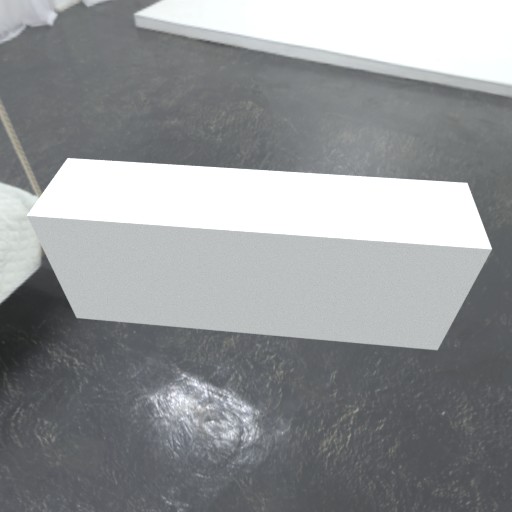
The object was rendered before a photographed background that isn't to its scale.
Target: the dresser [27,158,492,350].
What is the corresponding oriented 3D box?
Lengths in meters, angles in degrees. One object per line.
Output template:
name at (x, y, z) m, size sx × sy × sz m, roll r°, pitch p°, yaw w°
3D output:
dresser at (0.000, 0.000, 2.559) m, size 2.200 × 0.840 × 0.500 m, roll 4°, pitch 46°, yaw 4°
